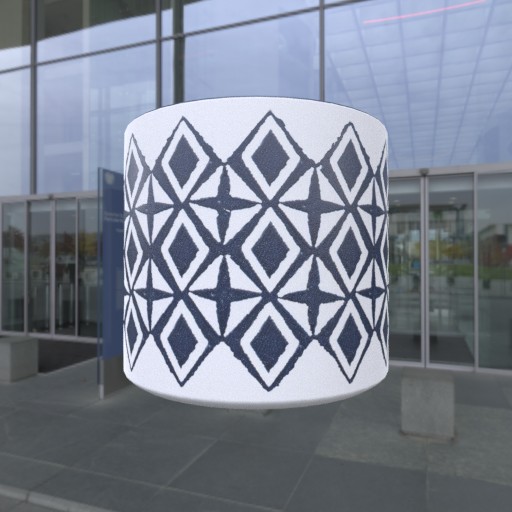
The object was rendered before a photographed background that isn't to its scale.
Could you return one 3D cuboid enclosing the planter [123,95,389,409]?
[{"bbox_3d":[0.000,0.000,0.391,0.224,0.203,0.224,0,0,0],"label":"planter"}]
